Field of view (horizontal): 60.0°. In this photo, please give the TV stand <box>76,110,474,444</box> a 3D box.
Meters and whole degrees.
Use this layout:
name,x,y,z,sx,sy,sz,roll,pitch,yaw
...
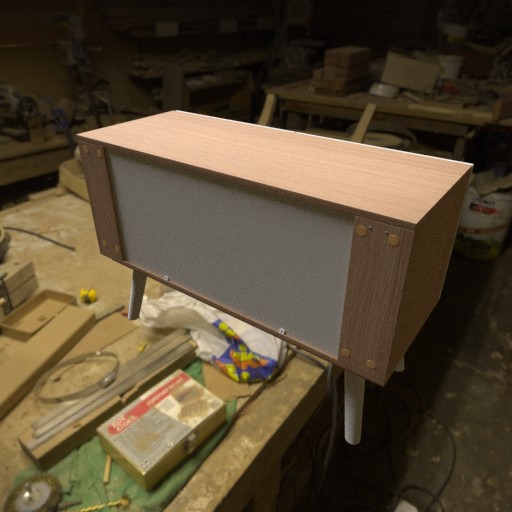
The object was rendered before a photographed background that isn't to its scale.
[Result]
name,x,y,z,sx,sy,sz,roll,pitch,yaw
TV stand,0.000,0.000,1.333,0.991,0.660,0.407,20,36,31
